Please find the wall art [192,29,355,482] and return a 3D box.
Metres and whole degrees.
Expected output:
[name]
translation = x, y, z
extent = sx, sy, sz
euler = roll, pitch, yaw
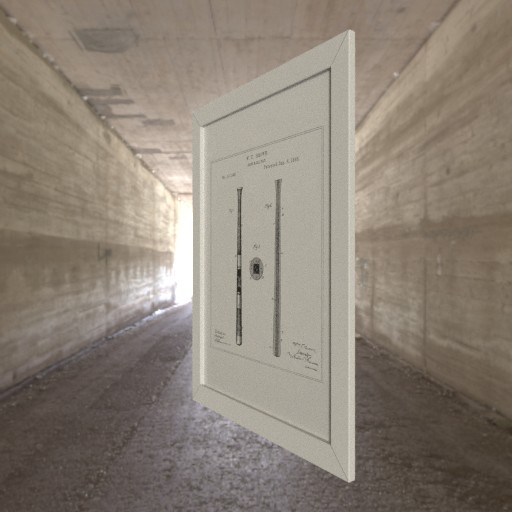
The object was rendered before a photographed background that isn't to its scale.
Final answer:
[wall art]
translation = 0.000, 0.000, 0.668
extent = 0.012, 0.529, 0.374
euler = 0, 0, -37
